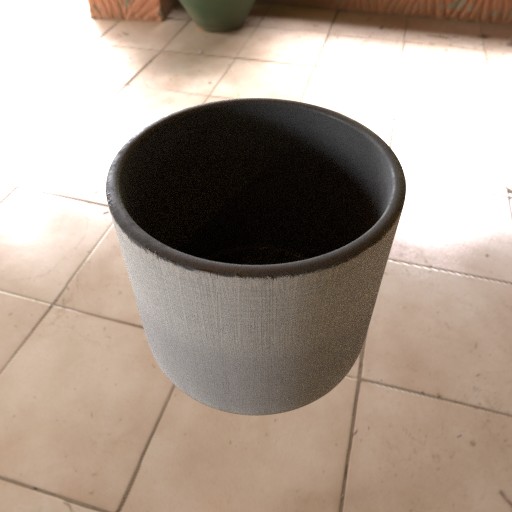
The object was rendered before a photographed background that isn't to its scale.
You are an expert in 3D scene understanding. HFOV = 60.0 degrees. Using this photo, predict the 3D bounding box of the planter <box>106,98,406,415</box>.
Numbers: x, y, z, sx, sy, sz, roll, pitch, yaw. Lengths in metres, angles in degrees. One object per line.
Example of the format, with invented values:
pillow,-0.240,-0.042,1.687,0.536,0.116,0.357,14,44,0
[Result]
planter,0.000,0.000,0.454,0.254,0.221,0.254,0,46,0
